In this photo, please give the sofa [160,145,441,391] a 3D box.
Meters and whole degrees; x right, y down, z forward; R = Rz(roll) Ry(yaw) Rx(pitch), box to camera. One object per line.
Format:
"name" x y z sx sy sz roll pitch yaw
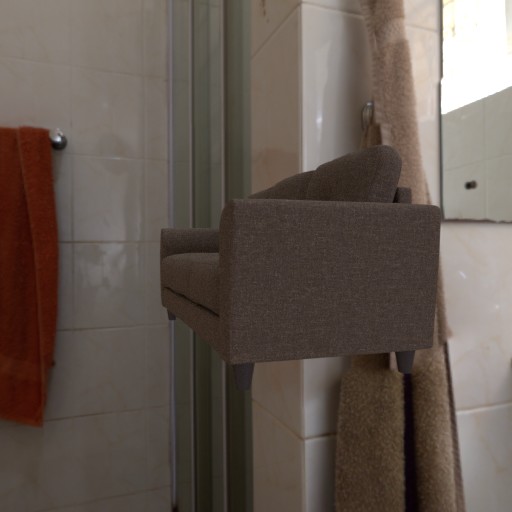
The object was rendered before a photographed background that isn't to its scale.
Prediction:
"sofa" 0.000 0.000 2.384 0.837 0.891 1.847 0 0 -19
